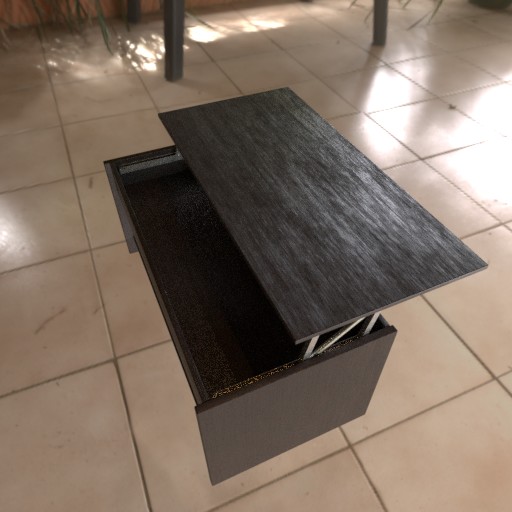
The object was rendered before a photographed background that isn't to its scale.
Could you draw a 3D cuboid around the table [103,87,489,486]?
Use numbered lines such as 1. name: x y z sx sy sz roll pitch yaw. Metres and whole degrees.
1. table: 0.000 0.000 1.427 0.712 0.570 1.000 -18 48 -17
